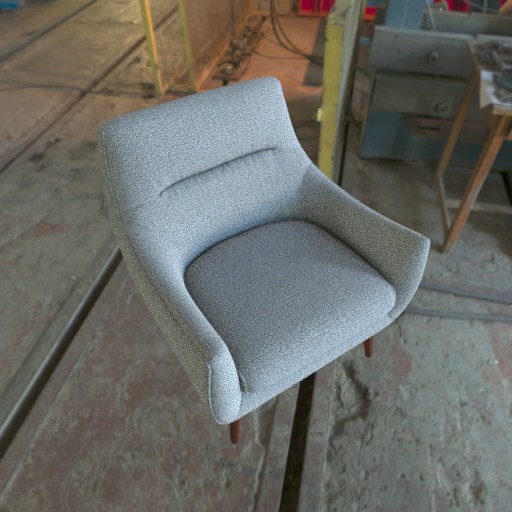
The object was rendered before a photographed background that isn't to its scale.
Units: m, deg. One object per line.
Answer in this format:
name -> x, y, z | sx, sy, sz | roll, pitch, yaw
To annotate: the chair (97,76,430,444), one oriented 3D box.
chair -> 0.000, 0.000, 1.458 | 0.762, 0.838, 0.787 | -25, 50, -23
